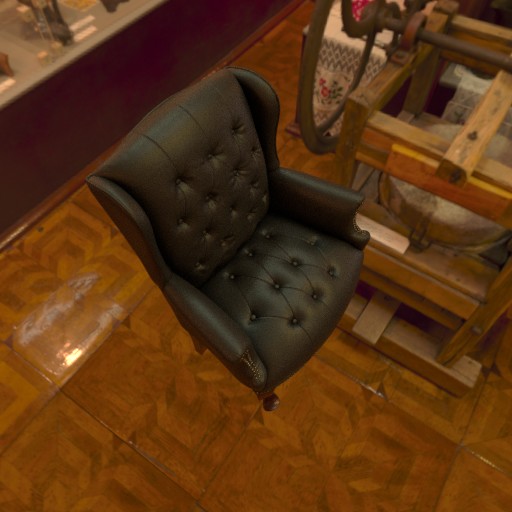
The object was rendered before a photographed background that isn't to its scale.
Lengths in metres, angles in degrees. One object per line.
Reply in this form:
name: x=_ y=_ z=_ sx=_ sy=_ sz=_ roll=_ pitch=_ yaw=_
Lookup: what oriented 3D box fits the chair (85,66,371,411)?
chair: x=0.000 y=0.000 z=1.704 sx=0.762 sy=1.111 sz=0.838 roll=32 pitch=63 yaw=19
